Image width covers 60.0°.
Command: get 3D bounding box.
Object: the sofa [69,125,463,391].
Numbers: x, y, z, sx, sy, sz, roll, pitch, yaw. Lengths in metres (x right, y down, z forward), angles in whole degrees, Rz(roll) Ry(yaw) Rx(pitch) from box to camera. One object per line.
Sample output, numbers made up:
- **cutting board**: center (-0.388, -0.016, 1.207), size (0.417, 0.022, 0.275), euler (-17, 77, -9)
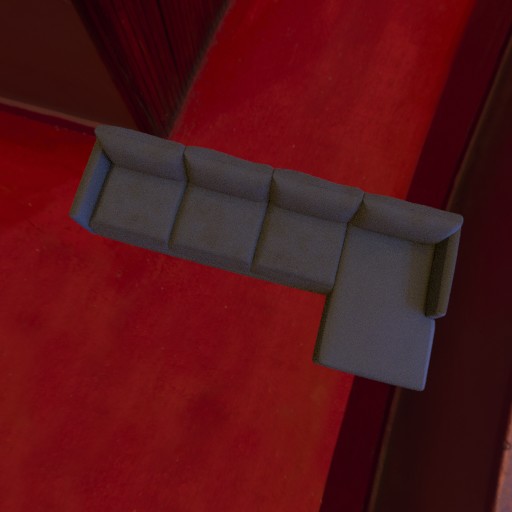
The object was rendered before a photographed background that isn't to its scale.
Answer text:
- **sofa**: center (0.000, 0.000, 3.226), size (2.725, 0.756, 1.255), euler (15, 78, 3)
